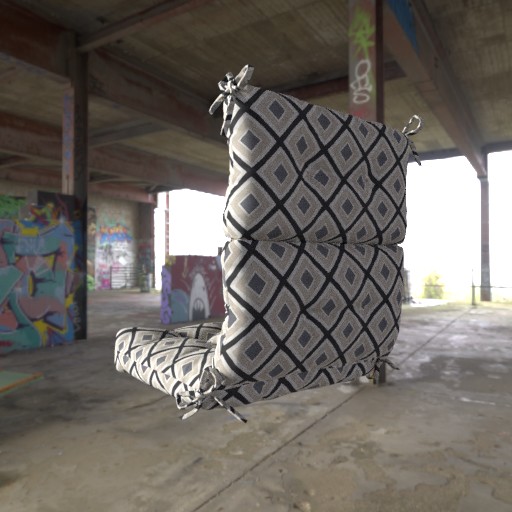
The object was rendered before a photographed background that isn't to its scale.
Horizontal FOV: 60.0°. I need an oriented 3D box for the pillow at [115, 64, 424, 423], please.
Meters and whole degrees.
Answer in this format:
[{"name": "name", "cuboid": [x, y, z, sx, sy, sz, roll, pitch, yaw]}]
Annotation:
[{"name": "pillow", "cuboid": [0.000, 0.000, 1.017, 0.519, 0.605, 0.571, 1, -1, -37]}]
